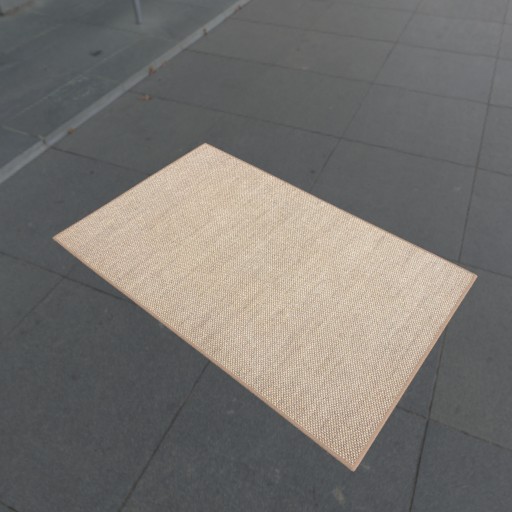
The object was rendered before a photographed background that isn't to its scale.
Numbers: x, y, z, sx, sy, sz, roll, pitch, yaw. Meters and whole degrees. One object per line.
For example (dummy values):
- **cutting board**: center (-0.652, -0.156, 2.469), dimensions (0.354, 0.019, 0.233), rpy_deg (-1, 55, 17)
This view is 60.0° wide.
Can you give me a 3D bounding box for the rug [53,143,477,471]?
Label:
- **rug**: center (0.000, 0.000, 2.041), dimensions (1.668, 0.012, 1.061), rpy_deg (31, 54, 26)
